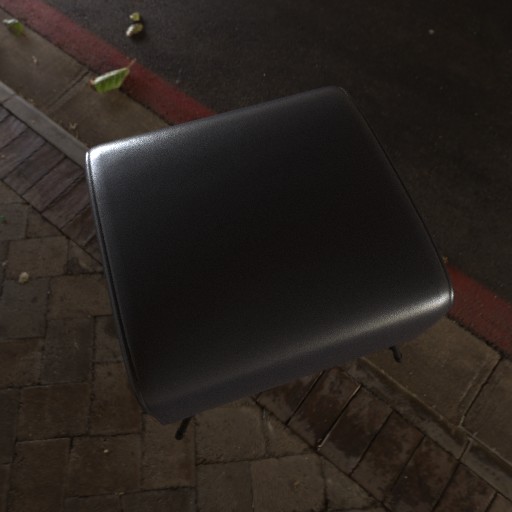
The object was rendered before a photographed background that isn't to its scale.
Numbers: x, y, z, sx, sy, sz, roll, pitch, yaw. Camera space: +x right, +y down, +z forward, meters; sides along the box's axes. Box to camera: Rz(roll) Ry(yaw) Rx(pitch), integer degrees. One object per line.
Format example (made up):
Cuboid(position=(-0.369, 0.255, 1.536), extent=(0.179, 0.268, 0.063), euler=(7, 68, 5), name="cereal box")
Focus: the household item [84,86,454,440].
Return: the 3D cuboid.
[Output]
Cuboid(position=(0.000, 0.000, 0.884), extent=(0.530, 0.410, 0.530), euler=(-17, 67, -8), name="household item")
